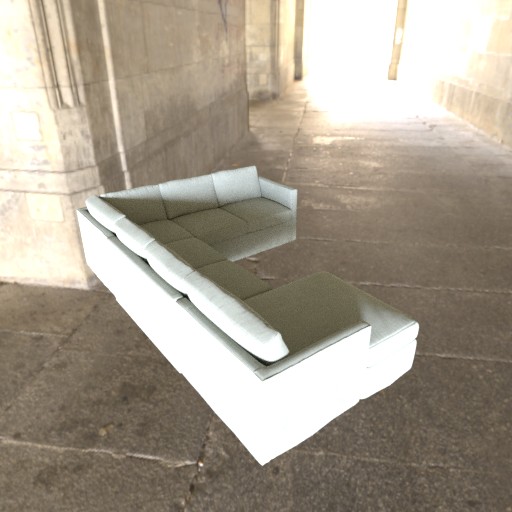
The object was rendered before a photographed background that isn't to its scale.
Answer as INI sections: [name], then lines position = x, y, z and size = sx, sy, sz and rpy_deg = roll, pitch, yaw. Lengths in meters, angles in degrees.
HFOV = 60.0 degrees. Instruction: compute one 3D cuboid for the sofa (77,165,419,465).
[sofa]
position = 0.000, 0.000, 4.422
size = 2.440, 0.869, 3.434
rpy_deg = -18, 32, -32
